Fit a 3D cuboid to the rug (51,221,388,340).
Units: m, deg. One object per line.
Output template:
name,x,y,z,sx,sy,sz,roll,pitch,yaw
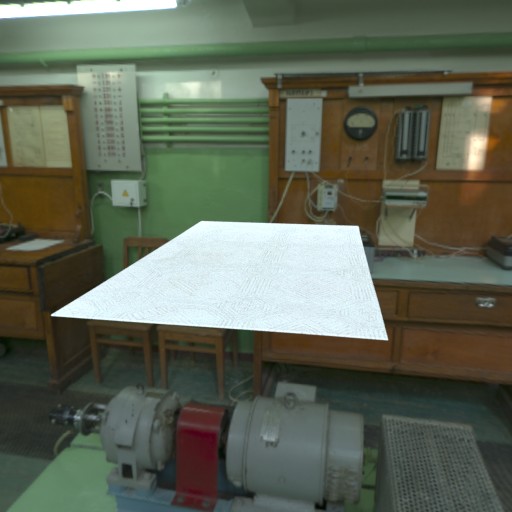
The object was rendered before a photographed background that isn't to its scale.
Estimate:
rug,0.000,0.000,3.105,1.524,0.008,2.440,3,15,9
